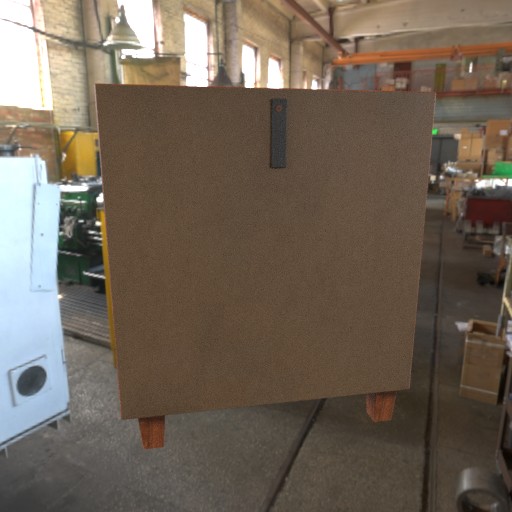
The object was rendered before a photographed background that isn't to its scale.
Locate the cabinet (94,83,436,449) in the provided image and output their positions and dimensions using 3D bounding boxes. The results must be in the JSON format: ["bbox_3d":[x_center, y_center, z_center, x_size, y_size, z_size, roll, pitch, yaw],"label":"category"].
[{"bbox_3d":[0.000,0.000,1.040,0.607,0.695,0.410,-3,14,-10],"label":"cabinet"}]
